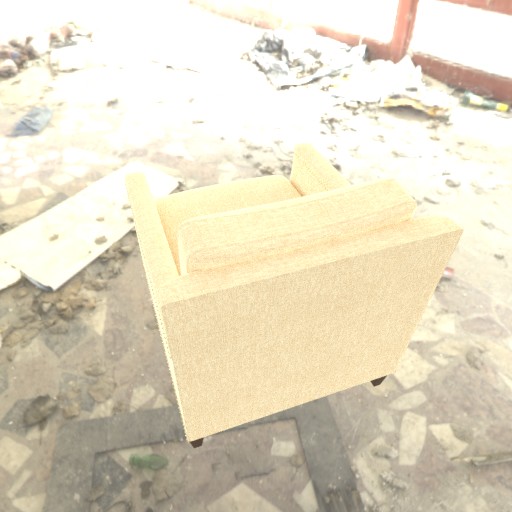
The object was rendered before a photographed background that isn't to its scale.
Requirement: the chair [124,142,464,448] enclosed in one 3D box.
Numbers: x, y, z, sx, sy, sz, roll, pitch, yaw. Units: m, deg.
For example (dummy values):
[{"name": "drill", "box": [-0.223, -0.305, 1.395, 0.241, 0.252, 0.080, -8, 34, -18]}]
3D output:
[{"name": "chair", "box": [0.000, 0.000, 1.728, 0.838, 0.940, 1.041, -13, 43, -15]}]
